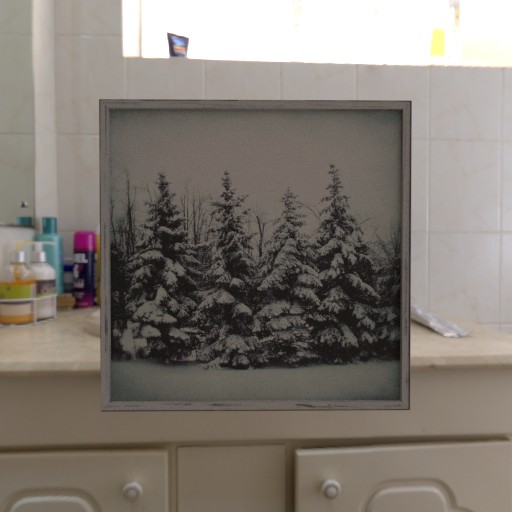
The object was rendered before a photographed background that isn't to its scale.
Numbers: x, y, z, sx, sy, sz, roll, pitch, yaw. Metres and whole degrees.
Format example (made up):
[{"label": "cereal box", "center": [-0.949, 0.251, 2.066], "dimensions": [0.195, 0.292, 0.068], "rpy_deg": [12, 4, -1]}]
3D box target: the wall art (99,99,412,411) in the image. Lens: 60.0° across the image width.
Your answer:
[{"label": "wall art", "center": [0.000, 0.000, 0.740], "dimensions": [0.506, 0.506, 0.038], "rpy_deg": [0, 1, -1]}]
